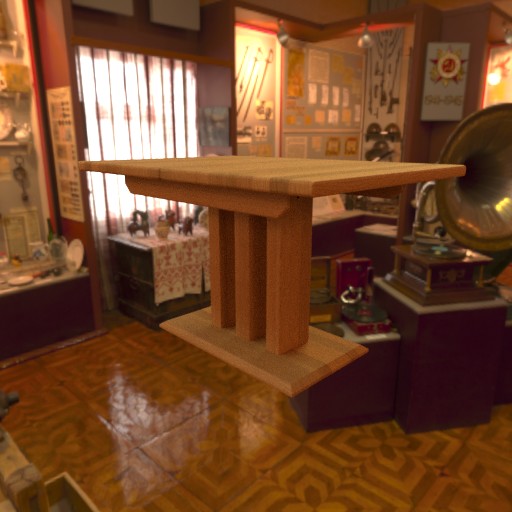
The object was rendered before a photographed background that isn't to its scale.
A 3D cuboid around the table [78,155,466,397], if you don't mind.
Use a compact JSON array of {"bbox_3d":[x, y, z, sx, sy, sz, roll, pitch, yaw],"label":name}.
[{"bbox_3d":[0.000,0.000,1.871,0.900,0.770,1.300,-14,20,-42],"label":"table"}]
